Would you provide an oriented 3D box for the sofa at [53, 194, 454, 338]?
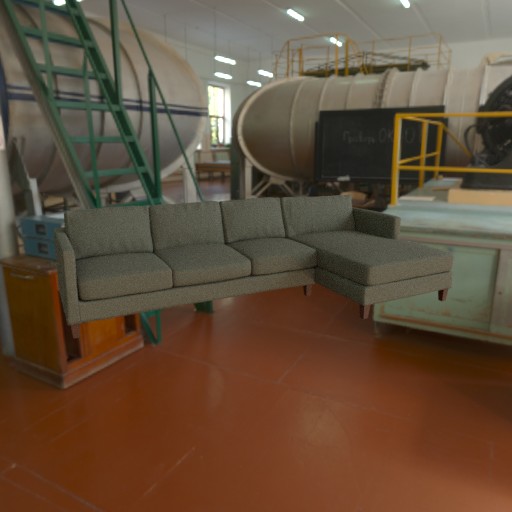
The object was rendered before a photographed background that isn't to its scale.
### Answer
[{"bbox_3d":[0.000,0.000,3.933,3.186,0.861,1.625,-7,16,-26],"label":"sofa"}]
